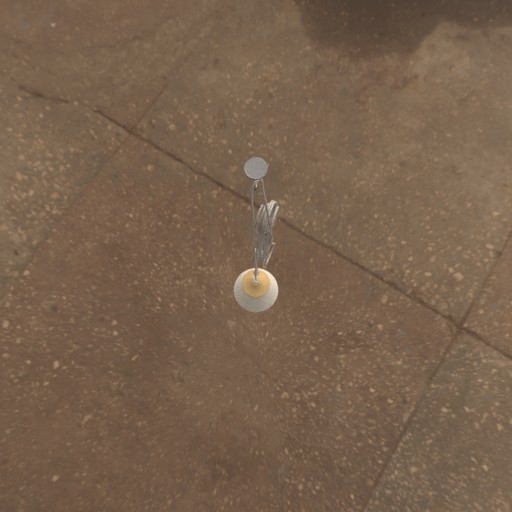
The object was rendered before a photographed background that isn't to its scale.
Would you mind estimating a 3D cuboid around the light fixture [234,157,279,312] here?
[{"bbox_3d":[0.000,0.000,1.064,0.153,0.966,0.153,34,78,8],"label":"light fixture"}]
